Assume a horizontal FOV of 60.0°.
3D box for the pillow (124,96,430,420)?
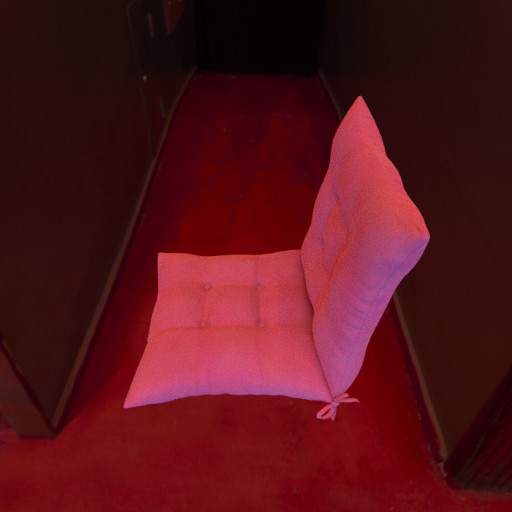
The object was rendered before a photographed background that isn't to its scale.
[{"bbox_3d":[0.000,0.000,1.006,0.585,0.536,0.541,-1,43,-1],"label":"pillow"}]
